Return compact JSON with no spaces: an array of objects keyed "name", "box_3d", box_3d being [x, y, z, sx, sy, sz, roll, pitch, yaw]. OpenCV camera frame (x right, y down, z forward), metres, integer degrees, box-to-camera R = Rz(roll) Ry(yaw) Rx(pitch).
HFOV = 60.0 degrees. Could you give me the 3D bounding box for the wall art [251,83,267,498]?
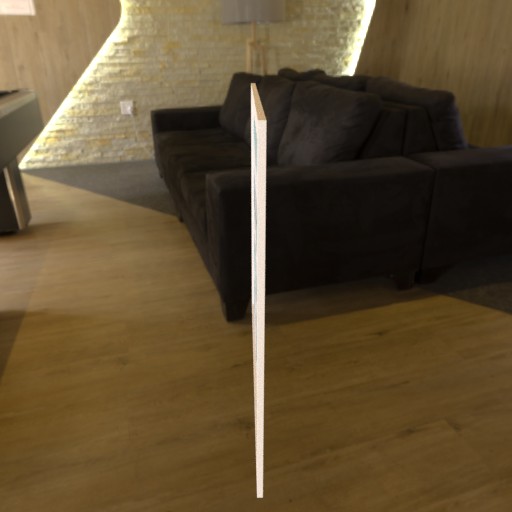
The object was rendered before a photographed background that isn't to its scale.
[{"name":"wall art","box_3d":[0.000,0.000,0.816,0.009,0.559,0.558,-1,25,-1]}]
